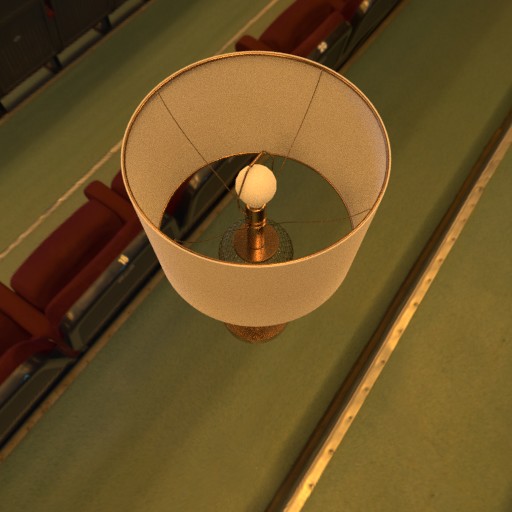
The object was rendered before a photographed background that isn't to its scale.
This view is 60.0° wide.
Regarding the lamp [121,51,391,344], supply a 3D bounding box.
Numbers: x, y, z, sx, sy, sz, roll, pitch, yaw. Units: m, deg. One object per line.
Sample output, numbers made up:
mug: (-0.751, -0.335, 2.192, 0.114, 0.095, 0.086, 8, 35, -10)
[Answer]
lamp: (0.000, 0.000, 0.634, 0.252, 0.483, 0.252, 32, 69, 14)
